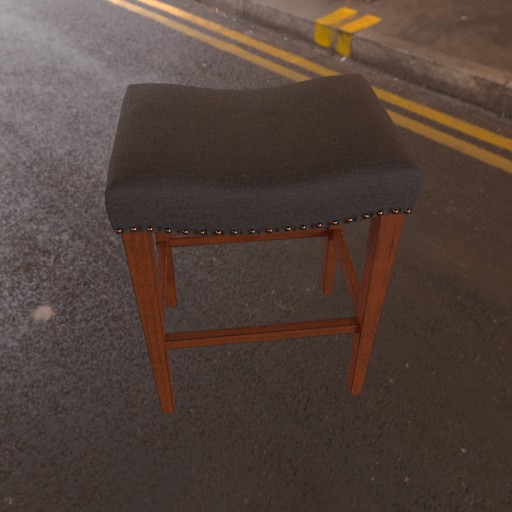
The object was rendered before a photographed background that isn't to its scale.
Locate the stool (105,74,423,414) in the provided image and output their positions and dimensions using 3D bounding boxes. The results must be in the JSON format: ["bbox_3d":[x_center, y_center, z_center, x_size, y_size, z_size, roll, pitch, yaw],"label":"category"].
[{"bbox_3d":[0.000,0.000,0.866,0.439,0.612,0.320,-4,46,-4],"label":"stool"}]
